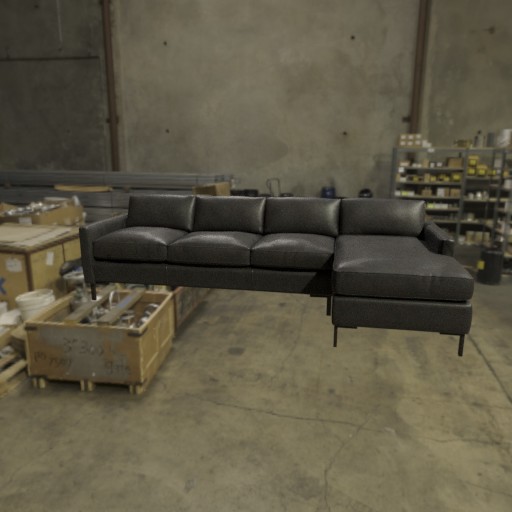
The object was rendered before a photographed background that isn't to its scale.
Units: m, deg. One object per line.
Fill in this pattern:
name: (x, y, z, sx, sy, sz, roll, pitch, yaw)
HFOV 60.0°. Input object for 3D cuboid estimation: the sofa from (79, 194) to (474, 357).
sofa: (0.000, 0.000, 3.623, 2.993, 0.859, 1.471, 2, 14, 10)
